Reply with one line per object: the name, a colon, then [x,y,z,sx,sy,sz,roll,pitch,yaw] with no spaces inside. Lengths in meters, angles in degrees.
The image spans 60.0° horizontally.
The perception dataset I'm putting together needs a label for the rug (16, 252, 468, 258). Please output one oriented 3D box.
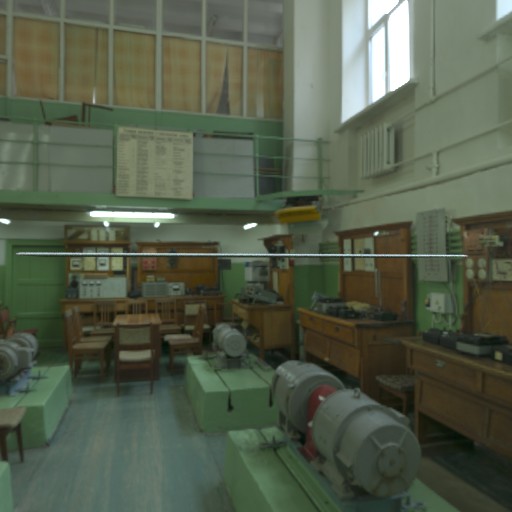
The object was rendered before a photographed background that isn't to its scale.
rug: [0.000,0.000,2.392,2.196,0.011,0.662,0,-1,-17]
